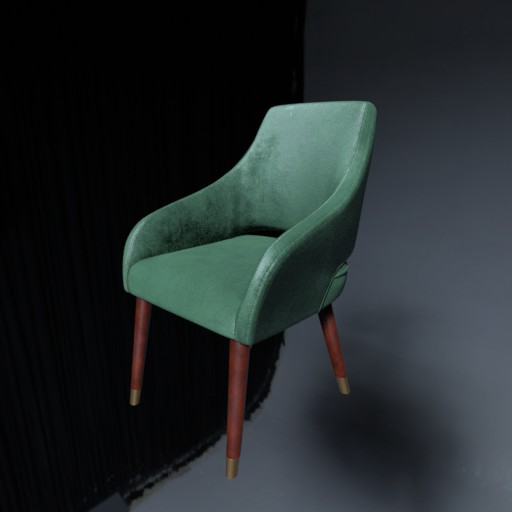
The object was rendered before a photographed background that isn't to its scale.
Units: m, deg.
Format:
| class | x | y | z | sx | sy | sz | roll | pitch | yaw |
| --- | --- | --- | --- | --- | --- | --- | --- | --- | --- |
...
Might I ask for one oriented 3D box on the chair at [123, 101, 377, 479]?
| class | x | y | z | sx | sy | sz | roll | pitch | yaw |
| --- | --- | --- | --- | --- | --- | --- | --- | --- | --- |
| chair | 0.000 | 0.000 | 1.596 | 0.683 | 1.081 | 0.794 | 14 | 21 | 41 |
